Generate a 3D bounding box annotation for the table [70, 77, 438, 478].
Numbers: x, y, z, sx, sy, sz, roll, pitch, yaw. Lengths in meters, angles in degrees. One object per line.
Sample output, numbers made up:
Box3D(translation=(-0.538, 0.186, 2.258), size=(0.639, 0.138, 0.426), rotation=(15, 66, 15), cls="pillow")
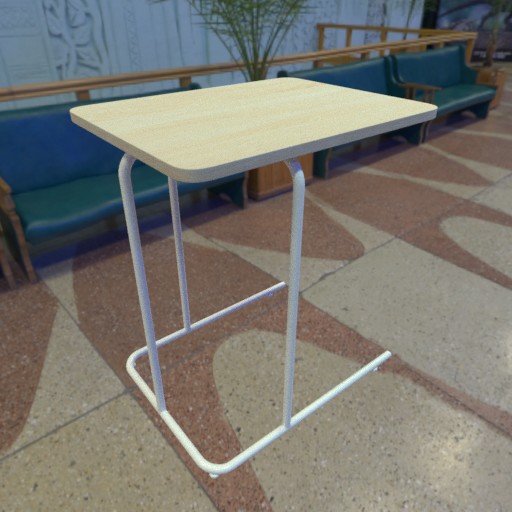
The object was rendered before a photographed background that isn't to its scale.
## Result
Box3D(translation=(0.000, 0.000, 0.846), size=(0.480, 0.550, 0.370), rotation=(-22, 38, -32), cls="table")
